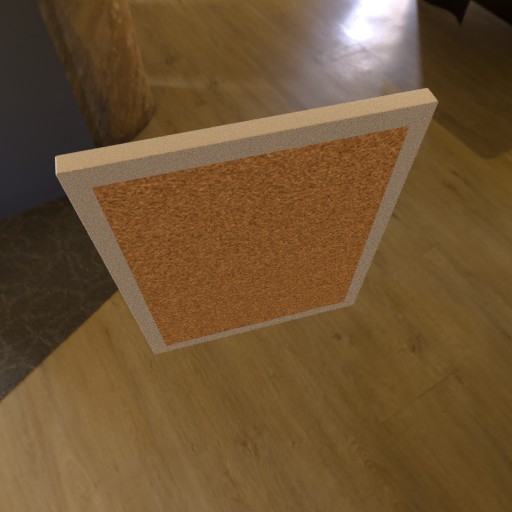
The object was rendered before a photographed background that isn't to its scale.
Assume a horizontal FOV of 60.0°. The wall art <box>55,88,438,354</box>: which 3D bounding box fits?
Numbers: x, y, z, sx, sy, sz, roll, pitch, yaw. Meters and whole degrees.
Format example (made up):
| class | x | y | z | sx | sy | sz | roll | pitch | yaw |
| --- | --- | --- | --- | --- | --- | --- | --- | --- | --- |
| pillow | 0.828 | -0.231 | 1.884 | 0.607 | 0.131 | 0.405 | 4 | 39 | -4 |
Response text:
| class | x | y | z | sx | sy | sz | roll | pitch | yaw |
| --- | --- | --- | --- | --- | --- | --- | --- | --- | --- |
| wall art | 0.000 | 0.000 | 0.749 | 0.454 | 0.556 | 0.028 | -13 | 58 | -8 |
